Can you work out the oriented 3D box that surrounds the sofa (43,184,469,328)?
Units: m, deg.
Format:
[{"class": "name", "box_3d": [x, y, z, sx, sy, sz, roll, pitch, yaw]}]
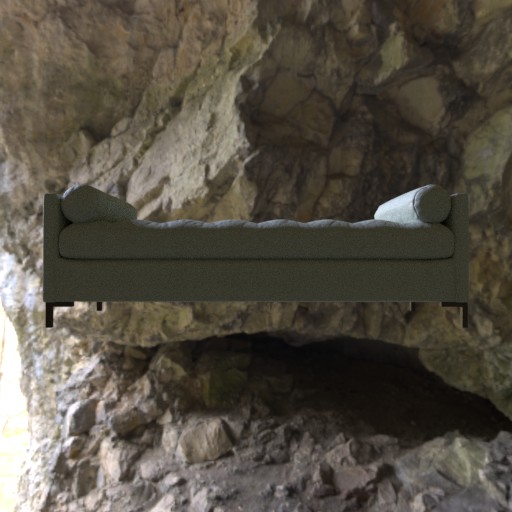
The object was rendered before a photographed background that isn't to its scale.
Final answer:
[{"class": "sofa", "box_3d": [0.000, 0.000, 2.526, 2.102, 0.705, 0.796, 0, 0, 0]}]
